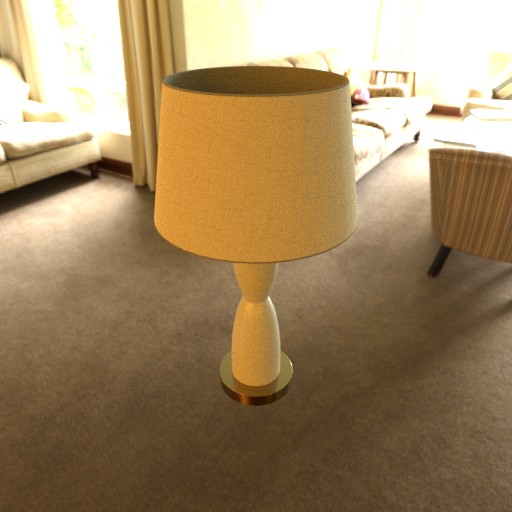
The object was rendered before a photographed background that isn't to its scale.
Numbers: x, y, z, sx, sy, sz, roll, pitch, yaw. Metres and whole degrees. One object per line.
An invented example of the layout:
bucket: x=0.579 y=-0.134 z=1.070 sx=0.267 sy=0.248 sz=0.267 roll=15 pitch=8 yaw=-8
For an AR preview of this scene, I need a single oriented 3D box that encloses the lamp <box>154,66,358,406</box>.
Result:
lamp: x=0.000 y=0.000 z=0.724 sx=0.309 sy=0.545 sz=0.309 roll=0 pitch=30 yaw=0
